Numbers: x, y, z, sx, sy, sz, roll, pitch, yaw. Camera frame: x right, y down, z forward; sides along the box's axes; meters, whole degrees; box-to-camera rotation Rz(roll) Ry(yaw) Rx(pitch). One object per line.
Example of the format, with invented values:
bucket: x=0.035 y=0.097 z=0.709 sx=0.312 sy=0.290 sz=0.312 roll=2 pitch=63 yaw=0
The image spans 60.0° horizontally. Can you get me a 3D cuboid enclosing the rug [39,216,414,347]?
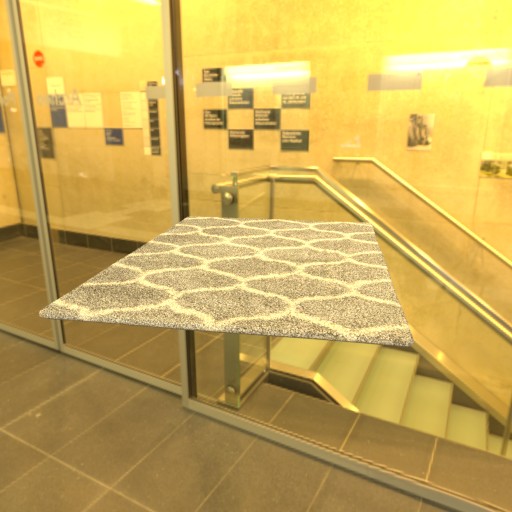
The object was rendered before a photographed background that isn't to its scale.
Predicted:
rug: x=0.000 y=0.000 z=2.122 sx=1.200 sy=0.025 sz=1.600 roll=3 pitch=17 yaw=9
